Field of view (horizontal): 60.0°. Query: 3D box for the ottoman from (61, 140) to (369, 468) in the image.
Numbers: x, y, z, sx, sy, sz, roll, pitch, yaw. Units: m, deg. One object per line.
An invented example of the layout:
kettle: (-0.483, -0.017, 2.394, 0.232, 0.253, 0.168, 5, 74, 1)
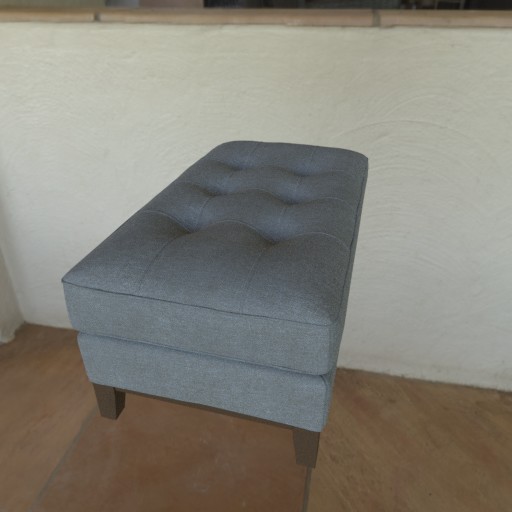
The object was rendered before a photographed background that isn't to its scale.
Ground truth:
ottoman: (0.000, 0.000, 1.484, 0.648, 0.514, 1.143, 8, 32, 13)
